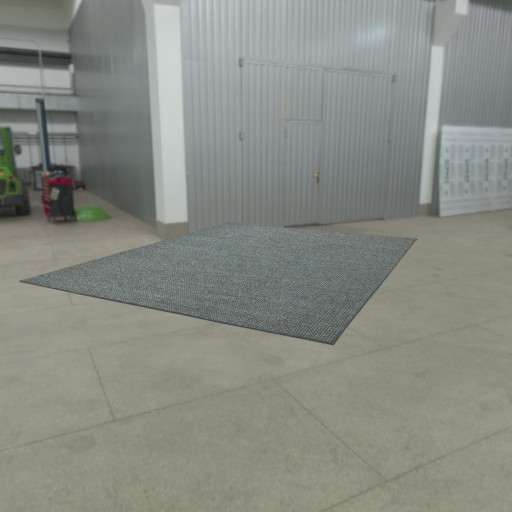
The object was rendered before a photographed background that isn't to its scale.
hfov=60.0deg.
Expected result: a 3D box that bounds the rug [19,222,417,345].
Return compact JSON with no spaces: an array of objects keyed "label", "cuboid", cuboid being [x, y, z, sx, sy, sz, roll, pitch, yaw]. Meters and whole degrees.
[{"label":"rug","cuboid":[0.000,0.000,4.113,2.456,0.021,3.068,7,15,26]}]
